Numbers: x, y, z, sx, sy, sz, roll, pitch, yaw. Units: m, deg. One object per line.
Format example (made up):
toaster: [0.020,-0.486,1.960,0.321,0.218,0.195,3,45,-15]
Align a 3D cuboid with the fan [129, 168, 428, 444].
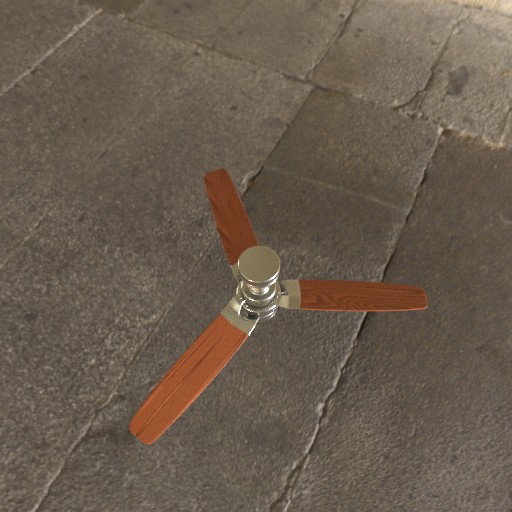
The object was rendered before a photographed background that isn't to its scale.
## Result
fan: [0.000,0.000,2.066,1.416,0.410,1.271,-16,61,-9]
